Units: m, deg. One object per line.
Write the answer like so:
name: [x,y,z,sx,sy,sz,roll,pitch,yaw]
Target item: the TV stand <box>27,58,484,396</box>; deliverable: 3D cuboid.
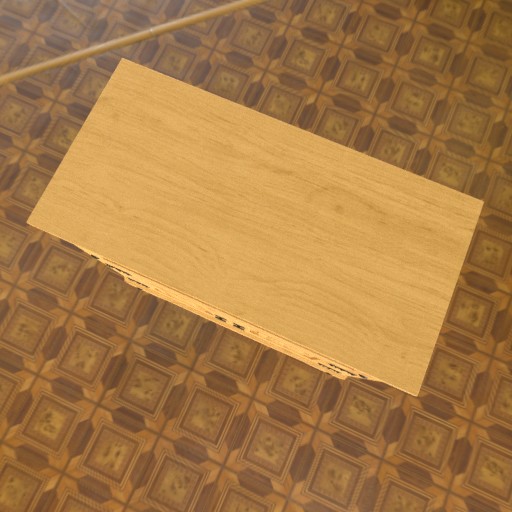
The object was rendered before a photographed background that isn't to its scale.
TV stand: [0.000,0.000,1.302,0.851,0.787,0.430,23,78,5]
